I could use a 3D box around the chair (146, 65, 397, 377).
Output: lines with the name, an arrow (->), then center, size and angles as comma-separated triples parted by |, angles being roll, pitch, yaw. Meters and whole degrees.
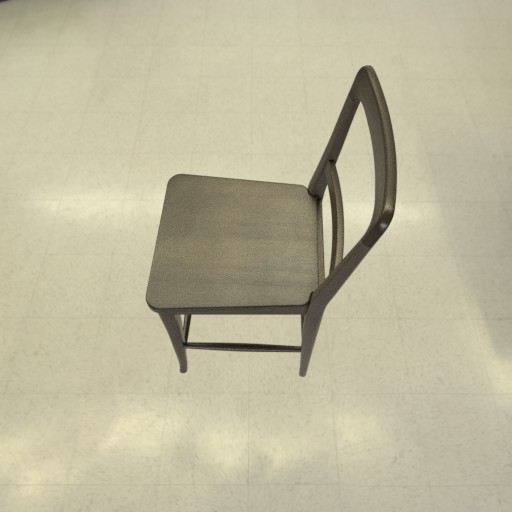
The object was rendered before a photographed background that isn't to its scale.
chair -> 0.000, 0.000, 1.297 | 0.546, 0.991, 0.450 | 2, 59, 1
